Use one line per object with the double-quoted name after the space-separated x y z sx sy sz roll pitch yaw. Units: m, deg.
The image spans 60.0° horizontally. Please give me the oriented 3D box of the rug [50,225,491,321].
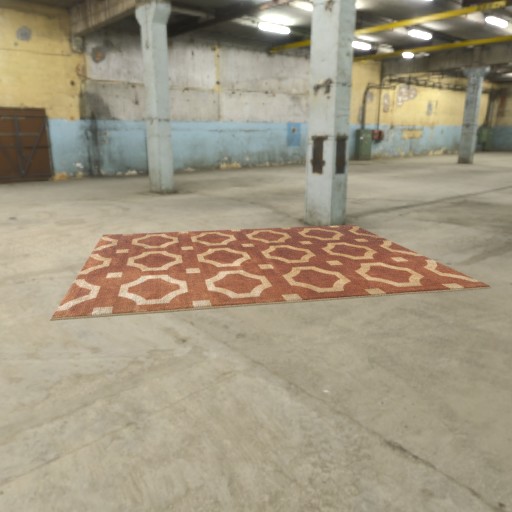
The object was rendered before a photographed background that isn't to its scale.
0.000 0.000 4.144 3.049 0.021 2.466 -3 15 -11 "rug"
